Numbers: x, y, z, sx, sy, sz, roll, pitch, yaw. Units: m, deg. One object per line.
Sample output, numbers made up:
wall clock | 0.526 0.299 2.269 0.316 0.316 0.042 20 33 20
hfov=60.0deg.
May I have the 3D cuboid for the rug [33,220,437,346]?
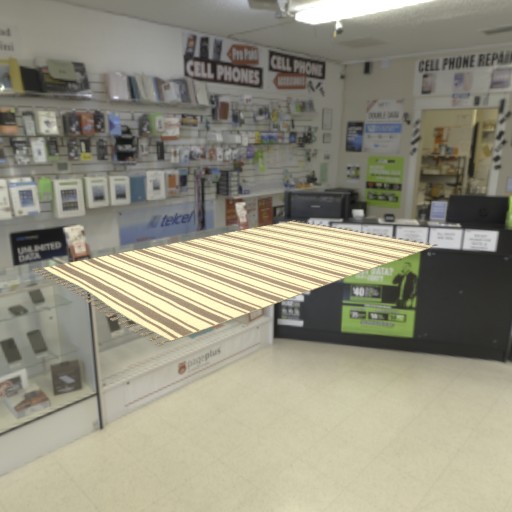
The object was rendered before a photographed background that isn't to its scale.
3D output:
rug | 0.000 0.000 2.591 2.096 0.011 1.229 -14 20 -42
